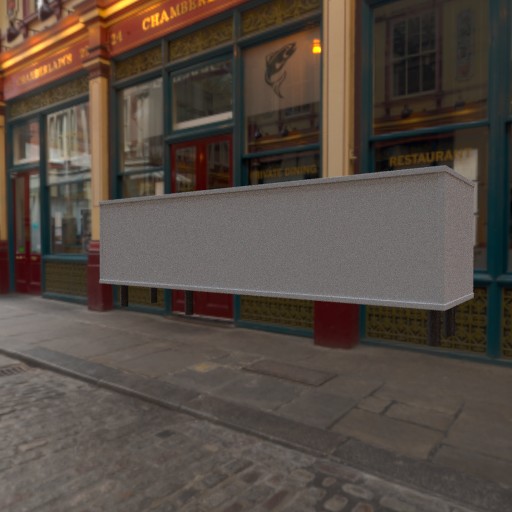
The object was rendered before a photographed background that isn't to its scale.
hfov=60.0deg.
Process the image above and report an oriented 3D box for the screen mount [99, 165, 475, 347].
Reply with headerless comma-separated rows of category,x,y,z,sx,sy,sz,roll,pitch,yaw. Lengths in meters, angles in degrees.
screen mount,0.000,0.000,1.860,1.600,0.520,0.418,1,1,36
